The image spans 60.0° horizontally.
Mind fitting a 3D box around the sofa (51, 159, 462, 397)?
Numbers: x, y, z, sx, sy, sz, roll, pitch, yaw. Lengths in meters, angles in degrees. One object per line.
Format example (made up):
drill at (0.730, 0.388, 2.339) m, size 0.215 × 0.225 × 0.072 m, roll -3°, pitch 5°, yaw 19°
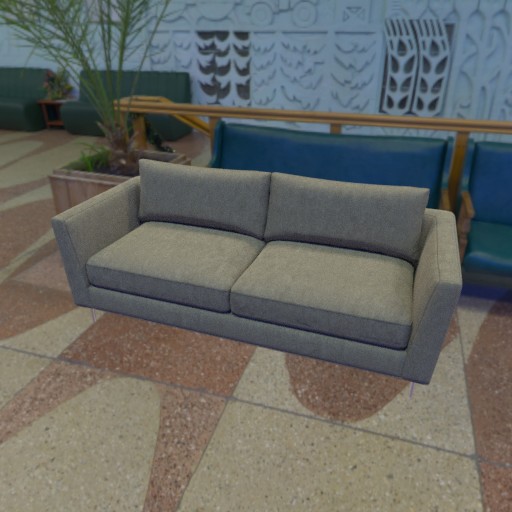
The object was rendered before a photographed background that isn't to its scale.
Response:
sofa at (0.000, 0.000, 2.606) m, size 2.121 × 0.864 × 0.889 m, roll 9°, pitch 29°, yaw 17°
